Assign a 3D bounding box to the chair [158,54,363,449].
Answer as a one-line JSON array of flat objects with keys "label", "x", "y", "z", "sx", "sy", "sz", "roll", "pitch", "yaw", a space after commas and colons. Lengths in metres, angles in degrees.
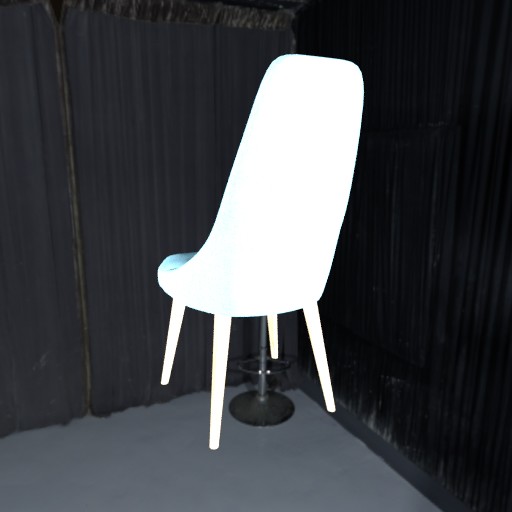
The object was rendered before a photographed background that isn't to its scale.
[{"label": "chair", "x": 0.000, "y": 0.000, "z": 1.379, "sx": 0.510, "sy": 1.040, "sz": 0.660, "roll": -7, "pitch": 14, "yaw": -26}]
